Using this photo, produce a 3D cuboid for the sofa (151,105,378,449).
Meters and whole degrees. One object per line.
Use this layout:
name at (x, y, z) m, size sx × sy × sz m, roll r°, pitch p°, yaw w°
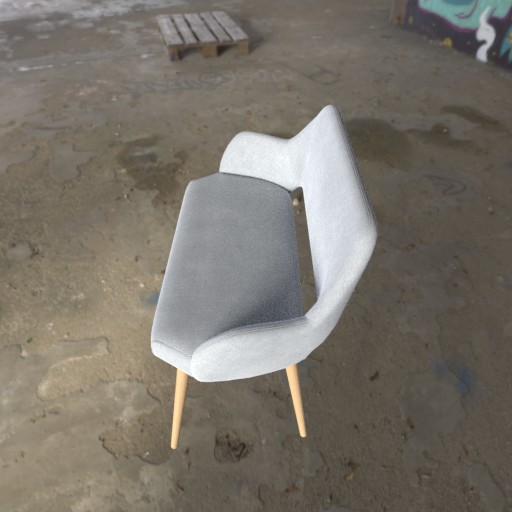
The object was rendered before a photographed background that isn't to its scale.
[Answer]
sofa at (0.000, 0.000, 1.620) m, size 0.610 × 0.840 × 1.150 m, roll 0°, pitch 40°, yaw 0°
